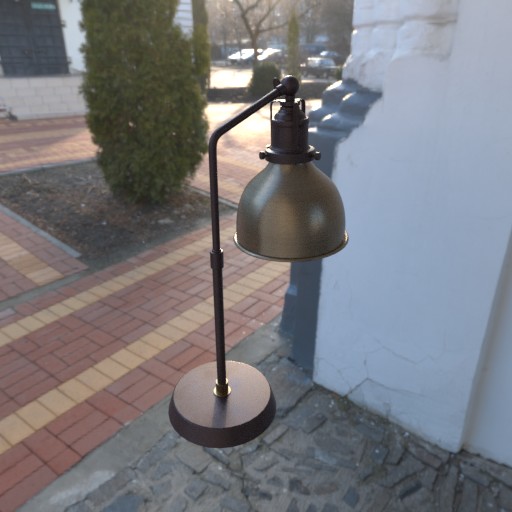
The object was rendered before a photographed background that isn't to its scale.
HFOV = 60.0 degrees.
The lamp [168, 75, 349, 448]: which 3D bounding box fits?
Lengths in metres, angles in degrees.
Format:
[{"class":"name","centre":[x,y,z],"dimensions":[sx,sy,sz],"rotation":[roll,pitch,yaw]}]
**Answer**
[{"class":"lamp","centre":[0.000,0.000,0.625],"dimensions":[0.298,0.469,0.175],"rotation":[-17,29,-32]}]
